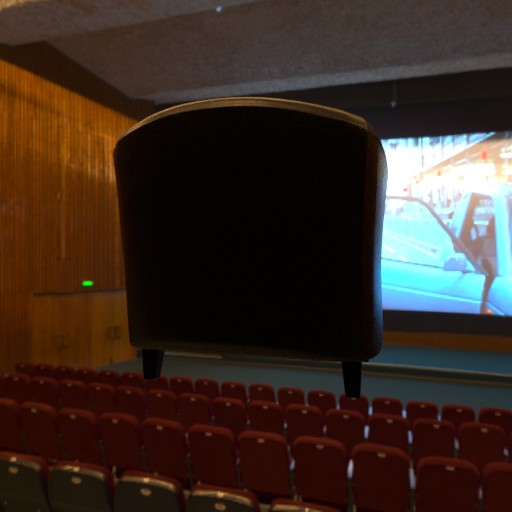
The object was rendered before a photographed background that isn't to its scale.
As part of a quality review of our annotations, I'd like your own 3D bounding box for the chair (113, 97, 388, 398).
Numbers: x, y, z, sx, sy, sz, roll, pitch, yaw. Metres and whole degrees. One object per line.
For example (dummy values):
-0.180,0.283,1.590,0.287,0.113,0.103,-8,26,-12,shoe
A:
0.000,0.000,1.387,0.793,0.756,0.727,0,0,17,chair
